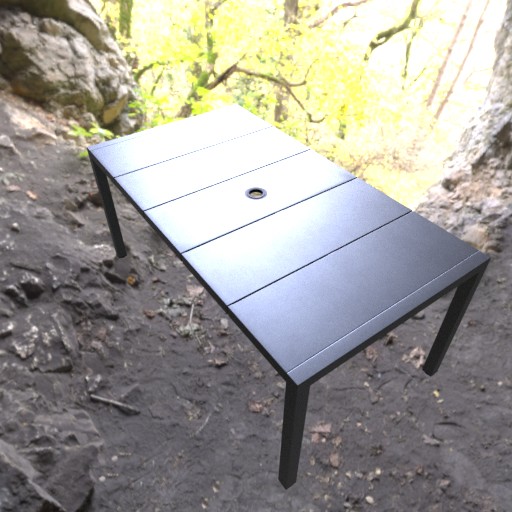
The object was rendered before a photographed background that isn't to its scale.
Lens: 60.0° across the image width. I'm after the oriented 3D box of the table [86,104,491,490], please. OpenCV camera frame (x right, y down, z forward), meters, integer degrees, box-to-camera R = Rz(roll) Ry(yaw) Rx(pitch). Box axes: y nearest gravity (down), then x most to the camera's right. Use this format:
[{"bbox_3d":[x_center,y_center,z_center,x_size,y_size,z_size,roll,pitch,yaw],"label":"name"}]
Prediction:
[{"bbox_3d":[0.000,0.000,2.171,0.914,0.735,1.680,-25,48,-26],"label":"table"}]
